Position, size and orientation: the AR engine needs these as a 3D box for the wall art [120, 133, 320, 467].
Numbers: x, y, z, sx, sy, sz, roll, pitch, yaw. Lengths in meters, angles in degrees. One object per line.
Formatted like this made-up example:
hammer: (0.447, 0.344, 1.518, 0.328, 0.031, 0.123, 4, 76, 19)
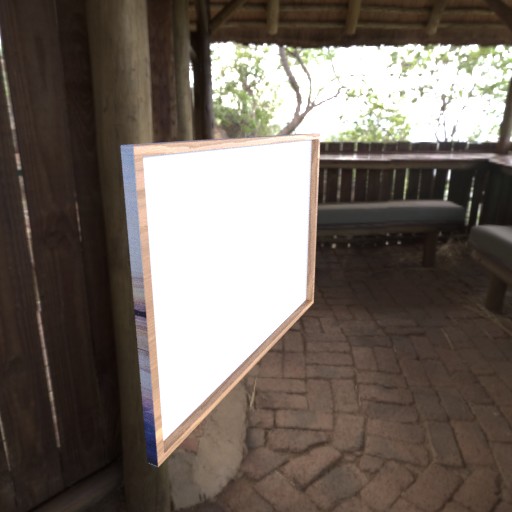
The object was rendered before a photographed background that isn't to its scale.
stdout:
wall art: (0.000, 0.000, 1.458, 0.034, 0.756, 1.137, 8, 19, 25)
